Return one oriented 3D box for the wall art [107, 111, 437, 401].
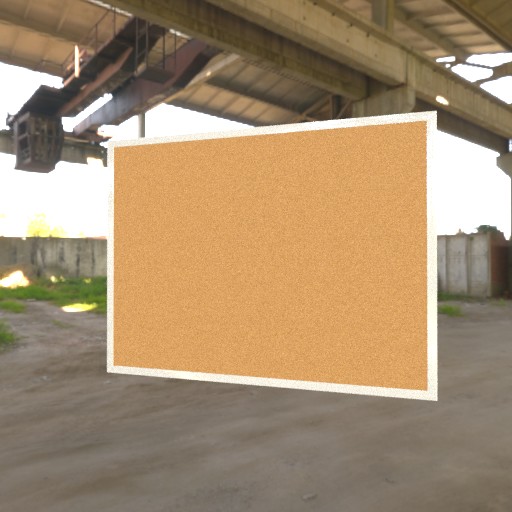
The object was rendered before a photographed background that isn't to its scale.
[{"bbox_3d":[0.000,0.000,1.378,1.041,0.787,0.053,0,0,17],"label":"wall art"}]
